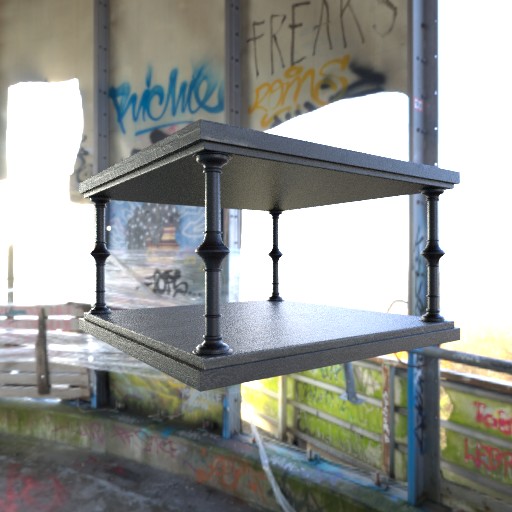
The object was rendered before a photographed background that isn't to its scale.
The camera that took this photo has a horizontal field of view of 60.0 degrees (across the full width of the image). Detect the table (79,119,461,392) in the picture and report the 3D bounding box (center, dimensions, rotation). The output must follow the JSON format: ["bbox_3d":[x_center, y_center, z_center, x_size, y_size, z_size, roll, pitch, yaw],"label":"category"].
[{"bbox_3d":[0.000,0.000,1.134,0.696,0.400,0.696,0,0,-35],"label":"table"}]
